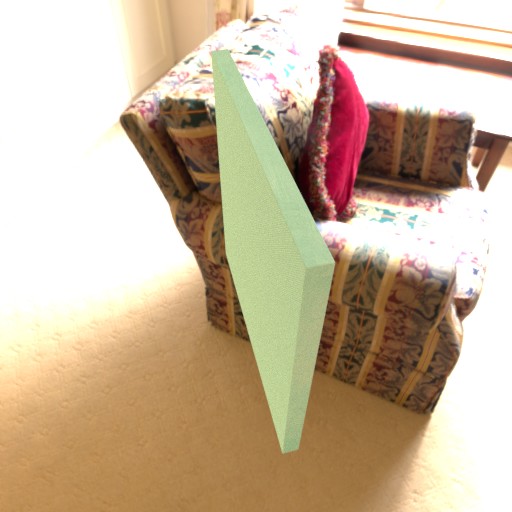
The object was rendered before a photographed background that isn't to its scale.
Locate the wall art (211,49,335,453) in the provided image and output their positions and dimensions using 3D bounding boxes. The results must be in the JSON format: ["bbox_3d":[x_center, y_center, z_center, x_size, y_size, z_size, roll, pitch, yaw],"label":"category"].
[{"bbox_3d":[0.000,0.000,0.925,0.036,0.603,0.603,-11,48,-10],"label":"wall art"}]
